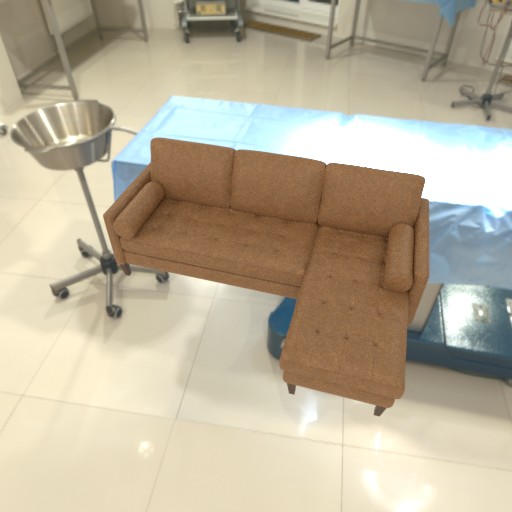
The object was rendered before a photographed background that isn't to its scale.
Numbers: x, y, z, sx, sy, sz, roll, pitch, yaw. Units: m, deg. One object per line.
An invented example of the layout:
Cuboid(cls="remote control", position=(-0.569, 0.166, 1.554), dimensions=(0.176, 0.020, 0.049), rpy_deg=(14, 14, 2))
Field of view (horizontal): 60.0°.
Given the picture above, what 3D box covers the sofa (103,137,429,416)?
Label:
Cuboid(cls="sofa", position=(0.000, 0.000, 2.988), dimensions=(2.178, 0.876, 1.506), rpy_deg=(11, 43, 12))
